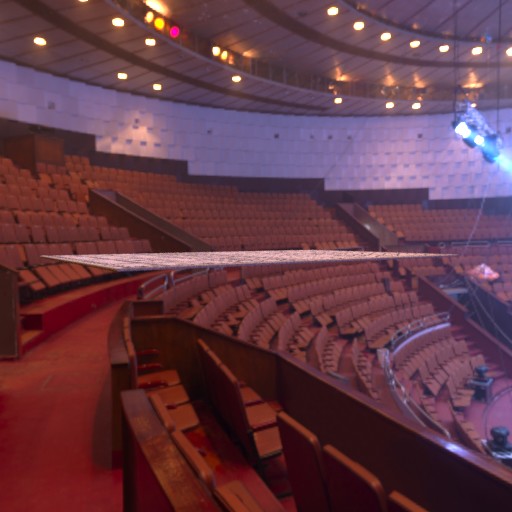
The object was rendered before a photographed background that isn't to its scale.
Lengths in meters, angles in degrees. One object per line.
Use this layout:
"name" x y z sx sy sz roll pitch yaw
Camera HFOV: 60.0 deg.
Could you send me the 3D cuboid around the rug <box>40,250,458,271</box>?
"rug" 0.000 0.000 3.043 2.444 0.012 1.526 -2 3 -36
